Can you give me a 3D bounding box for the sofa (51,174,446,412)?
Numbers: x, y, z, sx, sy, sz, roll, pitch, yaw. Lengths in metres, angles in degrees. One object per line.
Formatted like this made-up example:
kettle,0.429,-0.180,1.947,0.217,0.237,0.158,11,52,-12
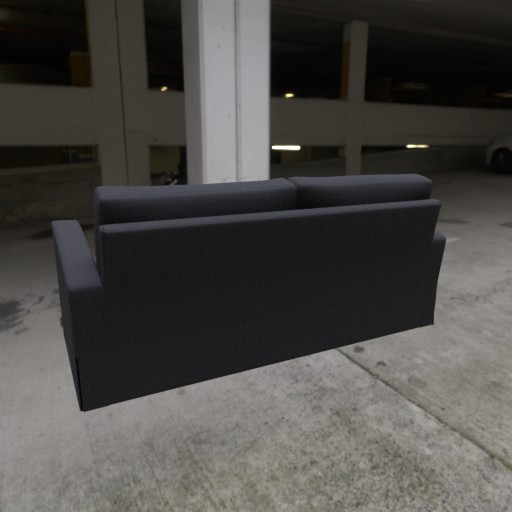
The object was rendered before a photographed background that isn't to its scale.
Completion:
sofa,0.000,0.000,2.278,1.852,0.839,0.898,-7,16,-26
